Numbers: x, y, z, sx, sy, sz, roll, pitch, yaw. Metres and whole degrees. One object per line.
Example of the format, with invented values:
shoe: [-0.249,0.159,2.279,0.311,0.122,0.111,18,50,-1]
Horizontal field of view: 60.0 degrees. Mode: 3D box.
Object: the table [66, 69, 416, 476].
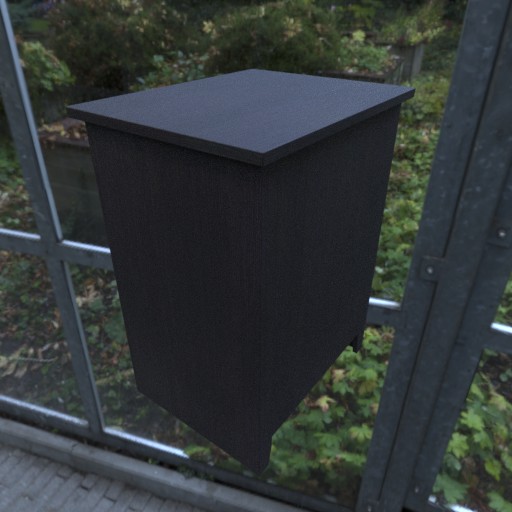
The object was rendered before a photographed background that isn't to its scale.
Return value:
table: [0.000,0.000,0.918,0.381,0.635,0.480,21,37,31]
